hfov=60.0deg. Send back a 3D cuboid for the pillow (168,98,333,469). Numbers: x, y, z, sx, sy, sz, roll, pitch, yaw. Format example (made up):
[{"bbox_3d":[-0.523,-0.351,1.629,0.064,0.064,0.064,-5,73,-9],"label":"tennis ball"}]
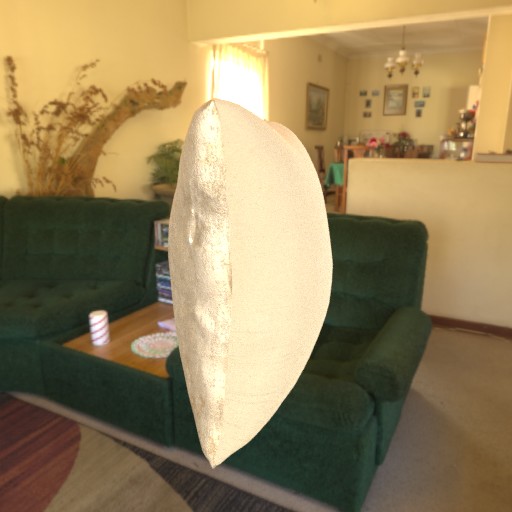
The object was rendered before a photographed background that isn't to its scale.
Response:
[{"bbox_3d":[0.000,0.000,0.715,0.245,0.448,0.450,3,15,10],"label":"pillow"}]
